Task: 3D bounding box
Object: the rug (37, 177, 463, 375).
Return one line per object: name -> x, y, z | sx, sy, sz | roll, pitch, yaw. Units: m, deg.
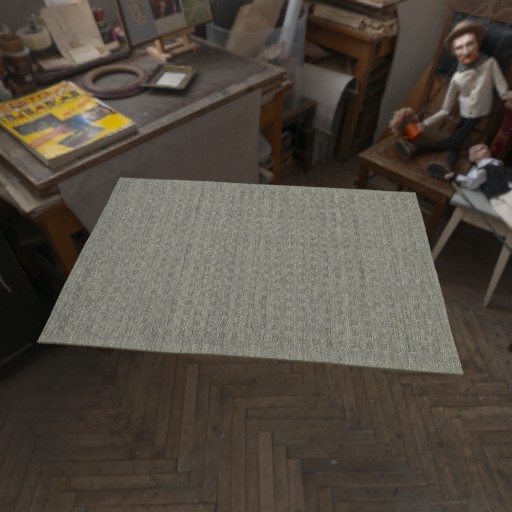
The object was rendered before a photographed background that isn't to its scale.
rug -> 0.000, 0.000, 2.899 | 2.297, 0.018, 1.532 | 4, 46, 3
